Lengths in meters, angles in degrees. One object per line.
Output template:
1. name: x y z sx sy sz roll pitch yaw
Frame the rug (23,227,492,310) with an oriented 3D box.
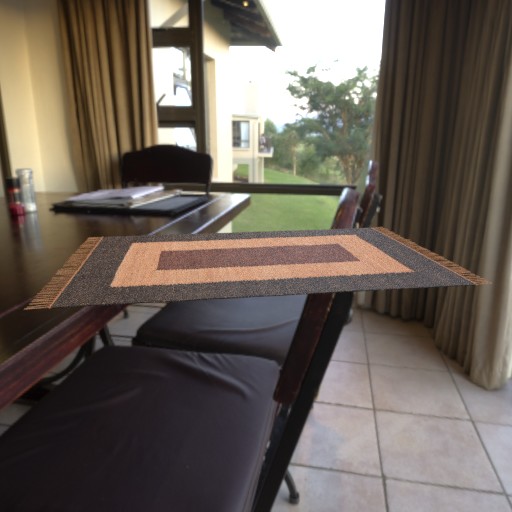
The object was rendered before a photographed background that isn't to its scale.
1. rug: 0.000 0.000 1.856 1.541 0.013 0.920 -2 16 -8
